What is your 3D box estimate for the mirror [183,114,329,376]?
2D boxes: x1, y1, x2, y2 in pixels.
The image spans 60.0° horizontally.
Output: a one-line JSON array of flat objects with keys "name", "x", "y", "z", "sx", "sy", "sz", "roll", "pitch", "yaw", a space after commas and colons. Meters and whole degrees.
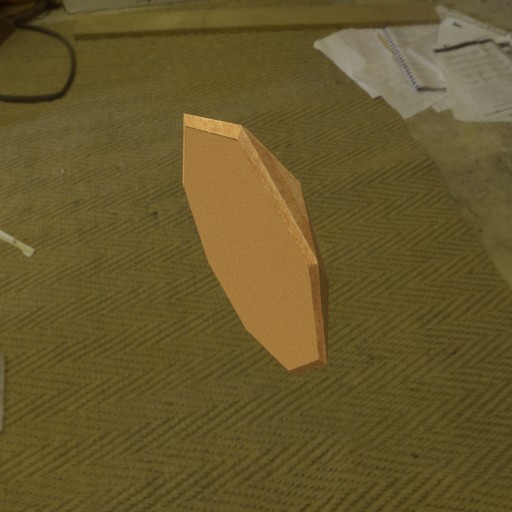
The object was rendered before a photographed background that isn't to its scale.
[{"name": "mirror", "x": 0.000, "y": 0.000, "z": 1.007, "sx": 0.070, "sy": 0.774, "sz": 0.577, "roll": -30, "pitch": 62, "yaw": -18}]
